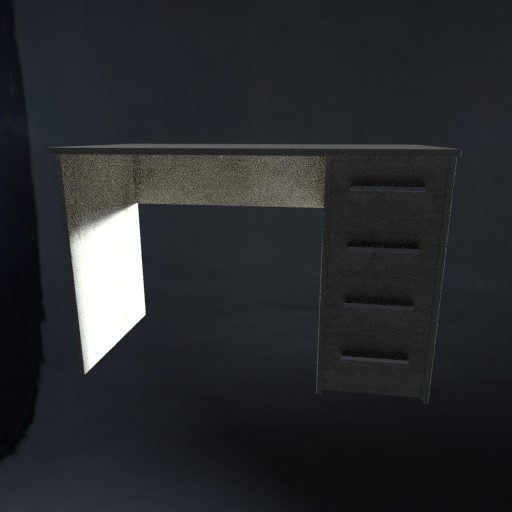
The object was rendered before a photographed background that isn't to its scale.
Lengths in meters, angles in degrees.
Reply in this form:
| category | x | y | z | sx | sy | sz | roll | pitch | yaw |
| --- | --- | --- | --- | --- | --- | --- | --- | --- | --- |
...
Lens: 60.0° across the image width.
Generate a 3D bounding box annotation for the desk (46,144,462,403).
| category | x | y | z | sx | sy | sz | roll | pitch | yaw |
| --- | --- | --- | --- | --- | --- | --- | --- | --- | --- |
| desk | 0.000 | 0.000 | 1.514 | 1.096 | 0.730 | 0.560 | 2 | 15 | 8 |
